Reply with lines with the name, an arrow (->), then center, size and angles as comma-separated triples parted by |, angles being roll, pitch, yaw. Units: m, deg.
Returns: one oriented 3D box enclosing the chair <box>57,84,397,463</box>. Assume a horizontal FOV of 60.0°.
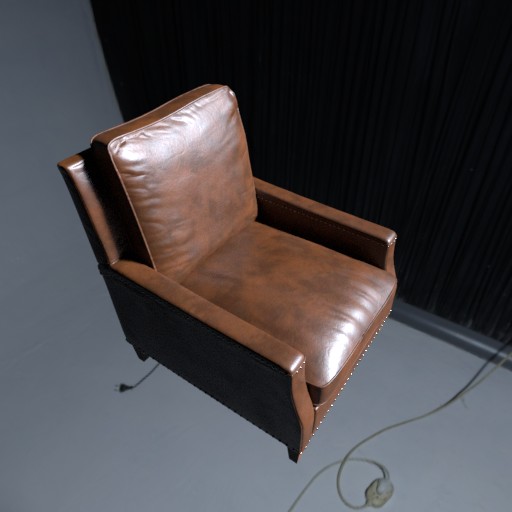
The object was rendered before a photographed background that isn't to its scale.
chair -> 0.000, 0.000, 1.788 | 1.035, 1.054, 0.854 | 24, 46, 26
